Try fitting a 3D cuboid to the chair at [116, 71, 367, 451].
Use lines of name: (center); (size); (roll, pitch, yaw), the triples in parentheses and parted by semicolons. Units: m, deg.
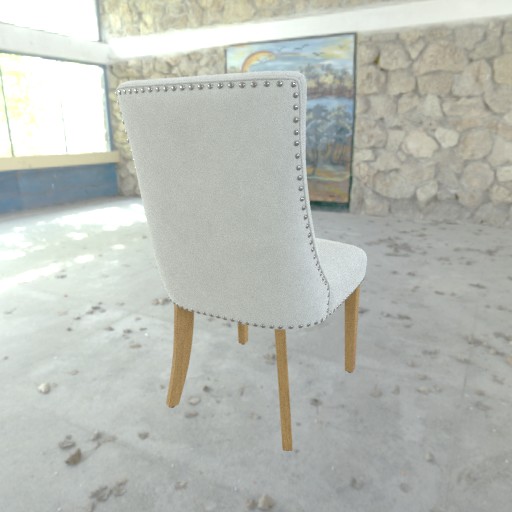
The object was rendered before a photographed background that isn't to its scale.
chair: (0.000, 0.000, 1.257); (0.495, 0.902, 0.610); (9, 18, 28)
